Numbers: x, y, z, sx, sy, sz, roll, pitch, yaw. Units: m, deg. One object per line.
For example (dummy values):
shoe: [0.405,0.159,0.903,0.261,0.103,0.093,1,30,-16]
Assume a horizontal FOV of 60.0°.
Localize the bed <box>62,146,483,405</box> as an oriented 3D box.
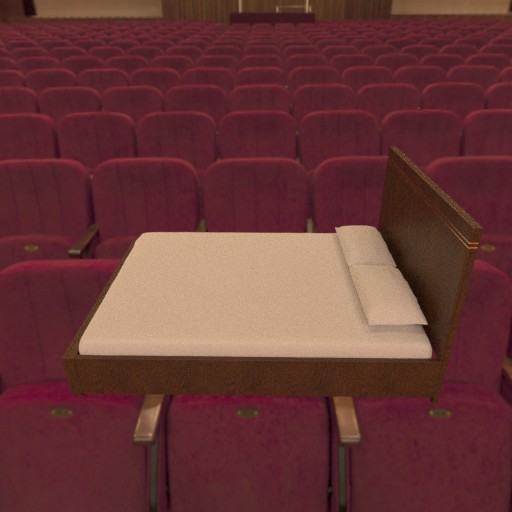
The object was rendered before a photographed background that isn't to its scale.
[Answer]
bed: [0.000,0.000,3.140,2.221,1.169,1.613,0,28,1]
